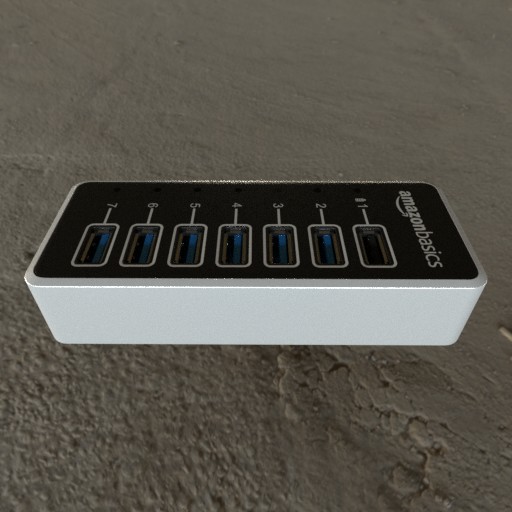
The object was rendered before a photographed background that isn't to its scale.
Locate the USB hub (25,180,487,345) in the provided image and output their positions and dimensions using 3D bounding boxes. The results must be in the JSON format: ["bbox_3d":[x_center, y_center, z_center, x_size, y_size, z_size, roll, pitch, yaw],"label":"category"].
[{"bbox_3d":[0.000,0.000,0.126,0.110,0.023,0.044,0,43,0],"label":"USB hub"}]
